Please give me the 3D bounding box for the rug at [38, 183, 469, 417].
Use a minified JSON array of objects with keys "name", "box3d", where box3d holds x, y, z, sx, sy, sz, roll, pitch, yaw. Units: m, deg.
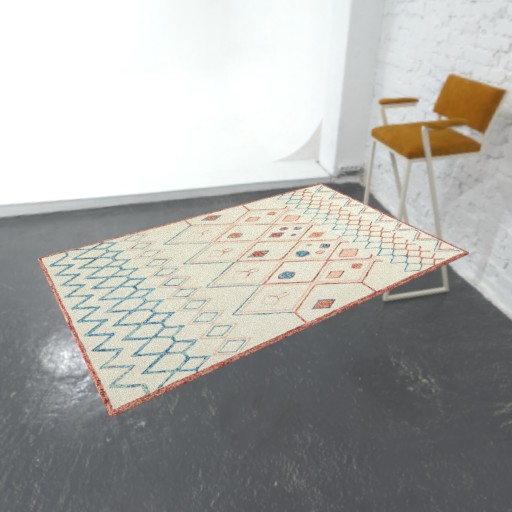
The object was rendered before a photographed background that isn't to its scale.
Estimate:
[{"name":"rug","box3d":[0.000,0.000,2.950,2.438,0.015,1.524,-19,35,-28]}]
